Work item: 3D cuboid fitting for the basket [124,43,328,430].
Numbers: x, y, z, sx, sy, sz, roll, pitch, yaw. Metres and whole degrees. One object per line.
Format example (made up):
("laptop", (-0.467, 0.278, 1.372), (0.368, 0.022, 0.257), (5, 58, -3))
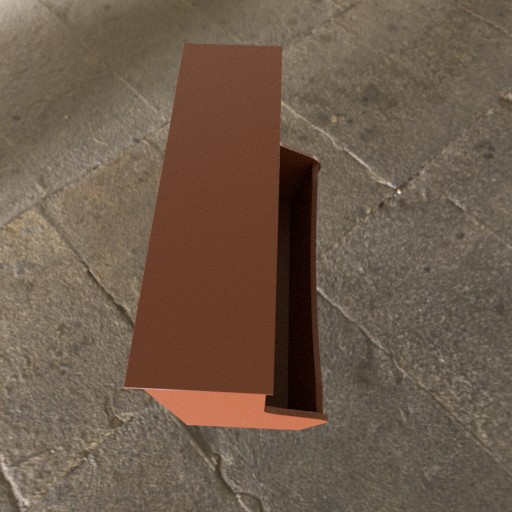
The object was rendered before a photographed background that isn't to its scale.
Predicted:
("basket", (0.000, 0.000, 1.141), (0.376, 0.625, 0.792), (2, 63, 1))
